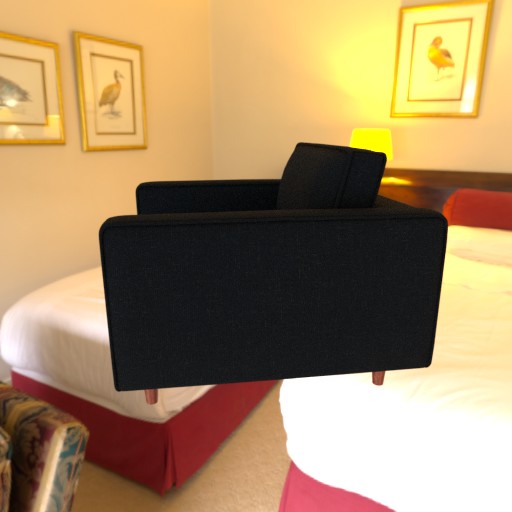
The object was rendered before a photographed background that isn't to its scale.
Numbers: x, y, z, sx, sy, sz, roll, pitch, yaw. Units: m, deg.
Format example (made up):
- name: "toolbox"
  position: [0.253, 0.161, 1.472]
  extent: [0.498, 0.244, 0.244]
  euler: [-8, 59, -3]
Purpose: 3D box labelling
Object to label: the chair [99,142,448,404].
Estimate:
- name: "chair"
  position: [0.000, 0.000, 1.572]
  extent: [0.920, 0.770, 0.899]
  euler: [-2, 16, -8]
